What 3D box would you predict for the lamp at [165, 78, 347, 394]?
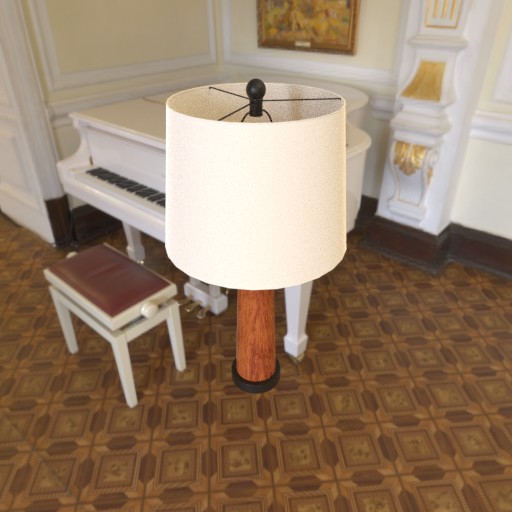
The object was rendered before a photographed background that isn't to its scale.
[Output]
[{"bbox_3d":[0.000,0.000,0.885,0.349,0.667,0.349,0,32,0],"label":"lamp"}]
